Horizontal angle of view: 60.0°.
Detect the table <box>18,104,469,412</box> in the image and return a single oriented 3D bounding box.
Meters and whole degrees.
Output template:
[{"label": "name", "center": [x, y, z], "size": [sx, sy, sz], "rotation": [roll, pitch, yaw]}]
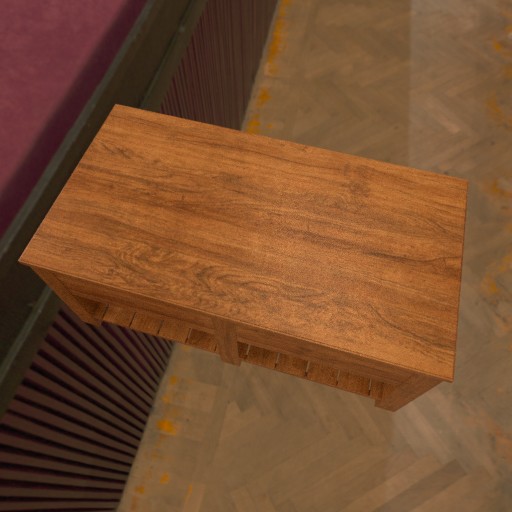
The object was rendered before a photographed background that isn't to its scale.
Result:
[{"label": "table", "center": [0.000, 0.000, 1.469], "size": [1.150, 0.480, 0.635], "rotation": [14, 62, 8]}]
